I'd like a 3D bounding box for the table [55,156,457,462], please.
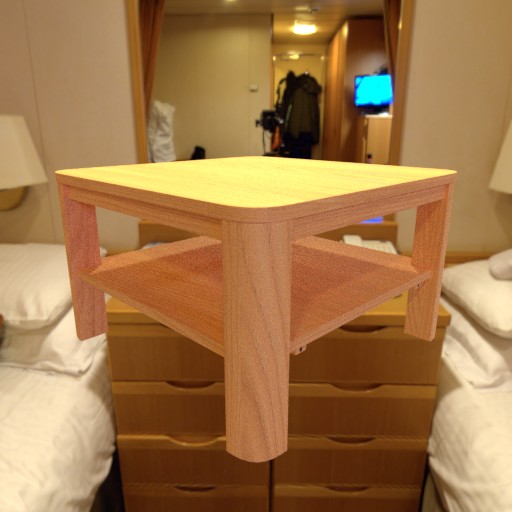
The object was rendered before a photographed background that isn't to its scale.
[{"bbox_3d":[0.000,0.000,1.186,0.750,0.450,0.750,16,23,43],"label":"table"}]
